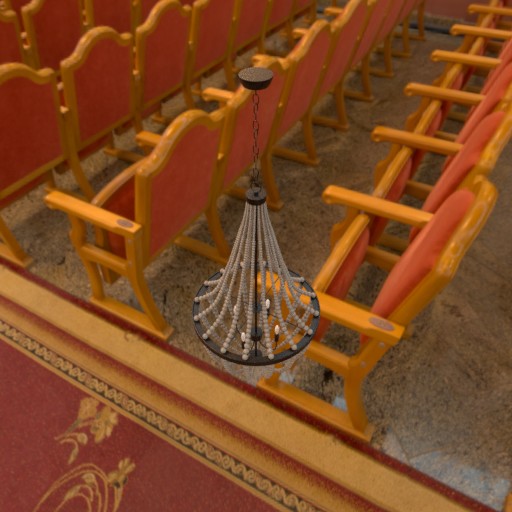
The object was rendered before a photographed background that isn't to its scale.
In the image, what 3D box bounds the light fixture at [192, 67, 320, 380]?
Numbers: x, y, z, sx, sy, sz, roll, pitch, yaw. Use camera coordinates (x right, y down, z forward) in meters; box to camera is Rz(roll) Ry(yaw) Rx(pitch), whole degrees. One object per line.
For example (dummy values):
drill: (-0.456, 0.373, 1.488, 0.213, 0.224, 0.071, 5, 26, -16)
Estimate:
light fixture: (0.000, 0.000, 1.382, 0.450, 1.133, 0.450, 0, 44, 0)
